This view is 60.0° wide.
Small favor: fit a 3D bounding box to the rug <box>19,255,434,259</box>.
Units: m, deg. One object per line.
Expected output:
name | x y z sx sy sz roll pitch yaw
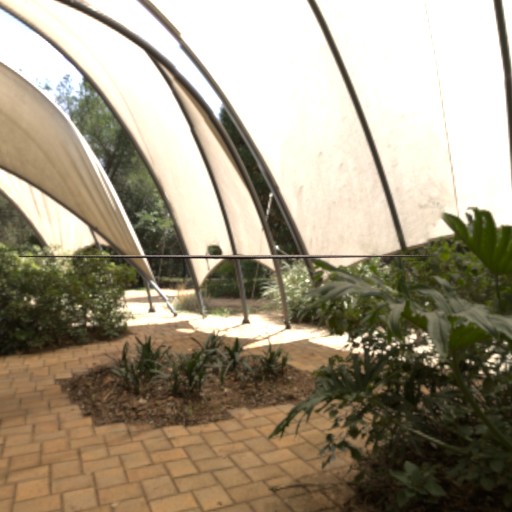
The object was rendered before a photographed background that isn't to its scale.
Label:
rug | 0.000 0.000 2.849 1.630 0.009 2.232 0 0 37
